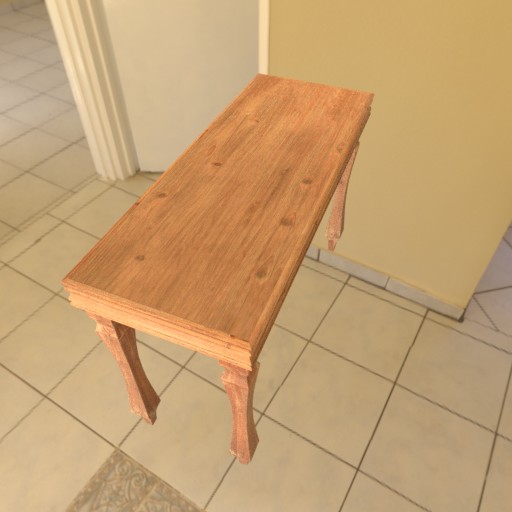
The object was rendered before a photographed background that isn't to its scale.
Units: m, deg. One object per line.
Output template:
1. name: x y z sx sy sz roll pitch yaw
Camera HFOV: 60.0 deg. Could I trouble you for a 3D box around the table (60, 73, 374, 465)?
1. table: 0.000 0.000 1.783 0.522 0.873 1.330 16 48 15
